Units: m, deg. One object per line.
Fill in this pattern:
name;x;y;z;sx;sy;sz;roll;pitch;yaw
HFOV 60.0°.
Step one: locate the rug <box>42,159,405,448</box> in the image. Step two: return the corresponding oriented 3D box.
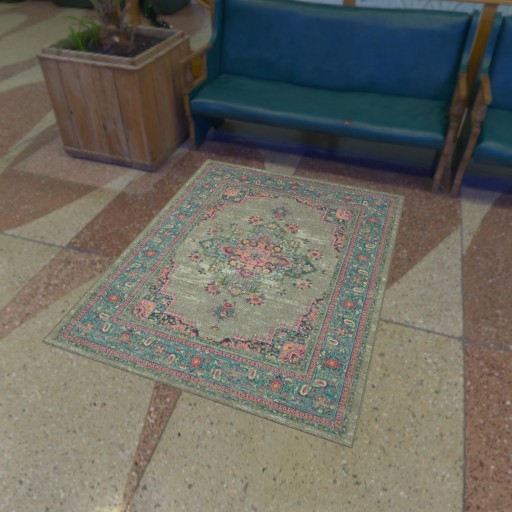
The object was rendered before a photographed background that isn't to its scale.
rug;0.000;0.000;4.199;2.434;0.013;3.057;14;43;15
